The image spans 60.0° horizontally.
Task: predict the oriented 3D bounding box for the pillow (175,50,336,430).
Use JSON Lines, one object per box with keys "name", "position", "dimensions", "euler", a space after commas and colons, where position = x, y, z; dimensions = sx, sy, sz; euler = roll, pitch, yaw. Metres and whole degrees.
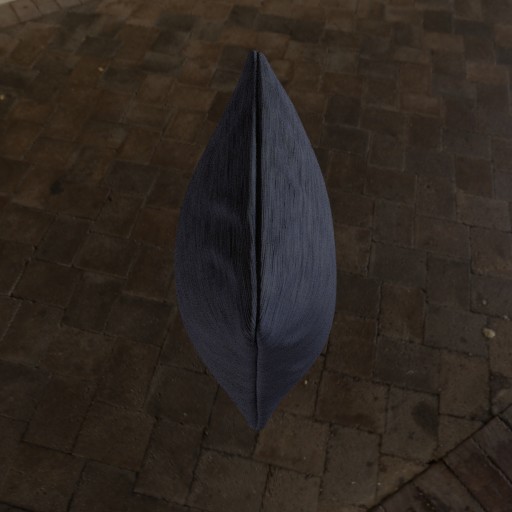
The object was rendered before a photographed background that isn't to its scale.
{"name": "pillow", "position": [0.000, 0.000, 0.676], "dimensions": [0.246, 0.414, 0.432], "euler": [0, 58, 0]}
